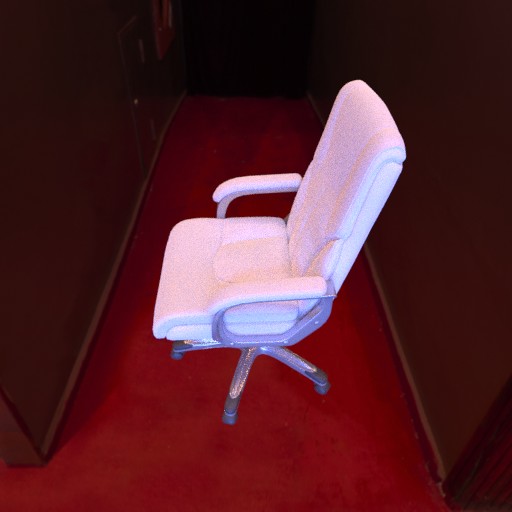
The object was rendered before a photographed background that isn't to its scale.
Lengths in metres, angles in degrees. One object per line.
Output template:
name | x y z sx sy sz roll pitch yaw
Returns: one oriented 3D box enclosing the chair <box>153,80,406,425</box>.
chair | 0.000 0.000 1.590 0.738 1.120 0.687 -1 40 -2
